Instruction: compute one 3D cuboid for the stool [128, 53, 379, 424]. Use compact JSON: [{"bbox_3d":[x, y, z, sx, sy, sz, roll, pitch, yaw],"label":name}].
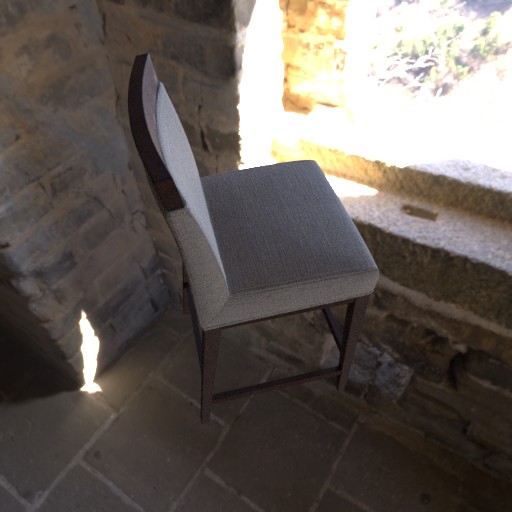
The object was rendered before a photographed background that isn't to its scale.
[{"bbox_3d":[0.000,0.000,1.297,0.531,1.009,0.512,-10,48,-9],"label":"stool"}]
